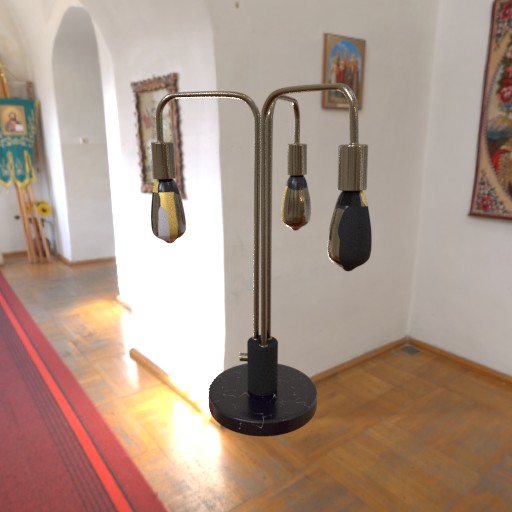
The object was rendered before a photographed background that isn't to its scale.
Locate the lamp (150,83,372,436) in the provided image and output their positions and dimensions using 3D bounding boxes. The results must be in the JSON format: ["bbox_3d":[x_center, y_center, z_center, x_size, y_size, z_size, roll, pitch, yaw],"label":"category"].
[{"bbox_3d":[0.000,0.000,0.803,0.368,0.560,0.355,2,15,8],"label":"lamp"}]
